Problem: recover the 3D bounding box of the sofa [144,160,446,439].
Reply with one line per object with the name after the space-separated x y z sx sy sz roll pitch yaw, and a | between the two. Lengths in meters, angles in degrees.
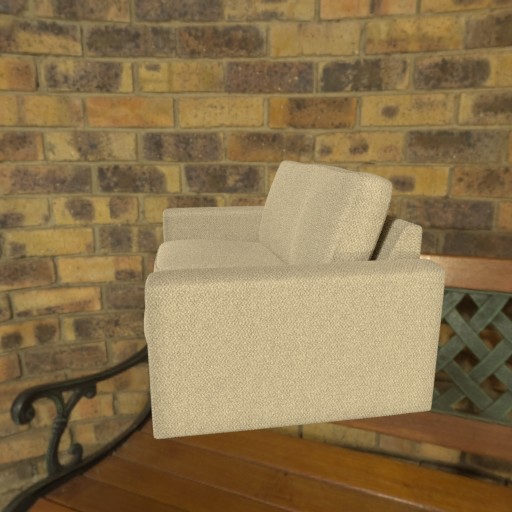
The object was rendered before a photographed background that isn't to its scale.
0.000 0.000 2.179 1.016 0.873 1.616 -2 14 -9 | sofa
